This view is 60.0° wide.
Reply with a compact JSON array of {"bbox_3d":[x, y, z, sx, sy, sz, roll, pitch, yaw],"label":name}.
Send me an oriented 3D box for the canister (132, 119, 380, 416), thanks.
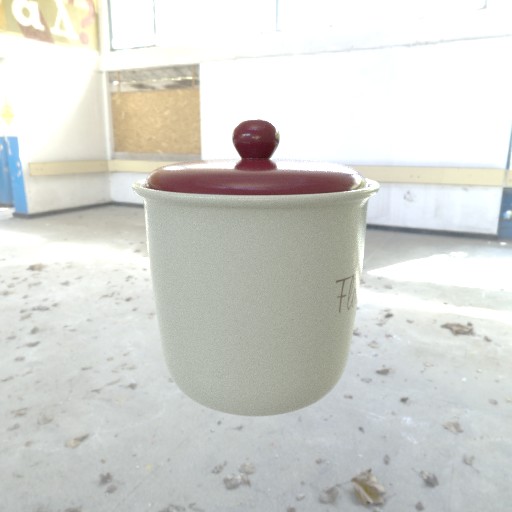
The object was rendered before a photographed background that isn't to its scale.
[{"bbox_3d":[0.000,0.000,0.351,0.182,0.208,0.182,0,15,0],"label":"canister"}]
